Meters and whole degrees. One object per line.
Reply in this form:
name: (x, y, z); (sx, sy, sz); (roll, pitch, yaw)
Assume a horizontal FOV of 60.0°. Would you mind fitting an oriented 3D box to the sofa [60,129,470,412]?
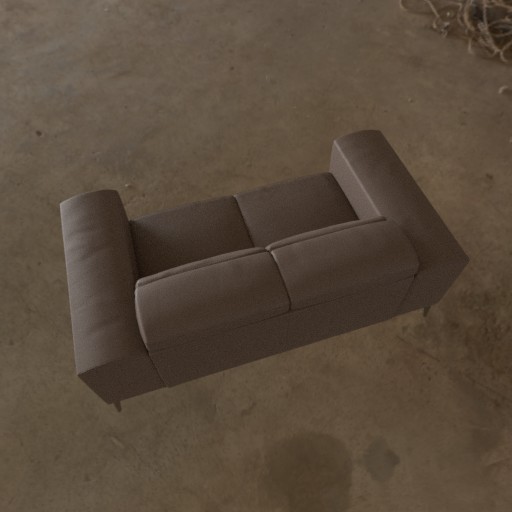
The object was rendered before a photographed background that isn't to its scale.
sofa: (0.000, 0.000, 2.433); (1.895, 0.779, 1.003); (-15, 58, -10)
